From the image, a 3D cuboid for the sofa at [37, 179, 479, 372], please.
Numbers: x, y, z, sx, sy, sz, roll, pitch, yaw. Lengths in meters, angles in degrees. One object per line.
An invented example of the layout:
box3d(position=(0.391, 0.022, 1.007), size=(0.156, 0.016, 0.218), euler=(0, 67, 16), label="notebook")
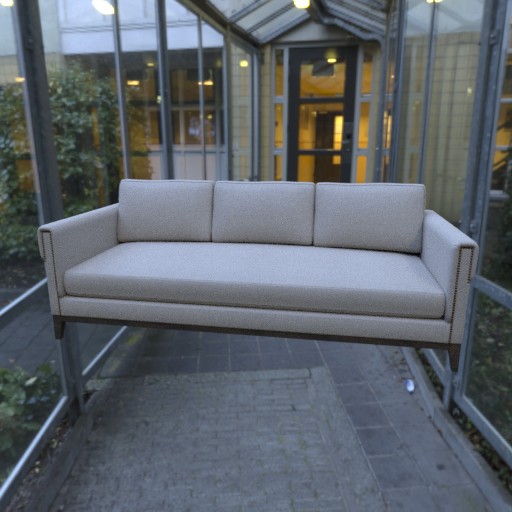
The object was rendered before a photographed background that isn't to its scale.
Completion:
box3d(position=(0.000, 0.000, 2.678), size=(2.210, 0.838, 0.959), euler=(3, 15, 9), label="sofa")
